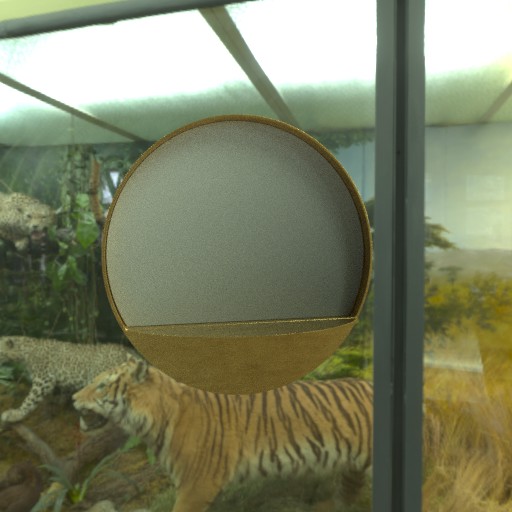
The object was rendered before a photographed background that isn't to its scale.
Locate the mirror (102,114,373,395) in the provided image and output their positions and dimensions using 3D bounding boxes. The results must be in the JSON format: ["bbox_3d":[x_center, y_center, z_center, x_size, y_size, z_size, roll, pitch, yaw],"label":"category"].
[{"bbox_3d":[0.000,0.000,0.689,0.457,0.457,0.133,0,1,-17],"label":"mirror"}]
